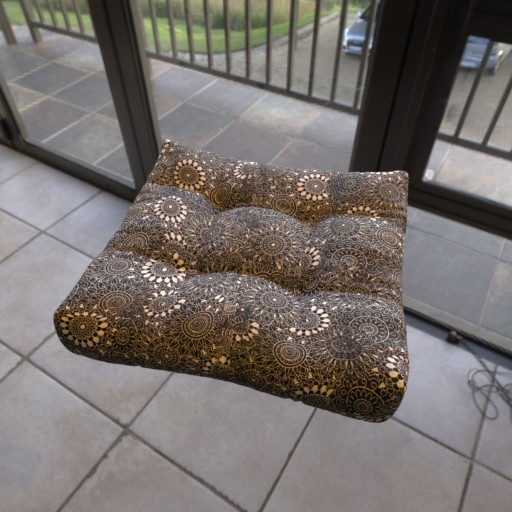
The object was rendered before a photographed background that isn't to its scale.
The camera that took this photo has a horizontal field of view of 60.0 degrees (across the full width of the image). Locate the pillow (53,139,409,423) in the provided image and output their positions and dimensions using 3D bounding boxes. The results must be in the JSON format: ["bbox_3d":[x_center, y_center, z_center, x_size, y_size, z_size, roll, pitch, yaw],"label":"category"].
[{"bbox_3d":[0.000,0.000,0.741,0.490,0.128,0.468,10,48,9],"label":"pillow"}]
